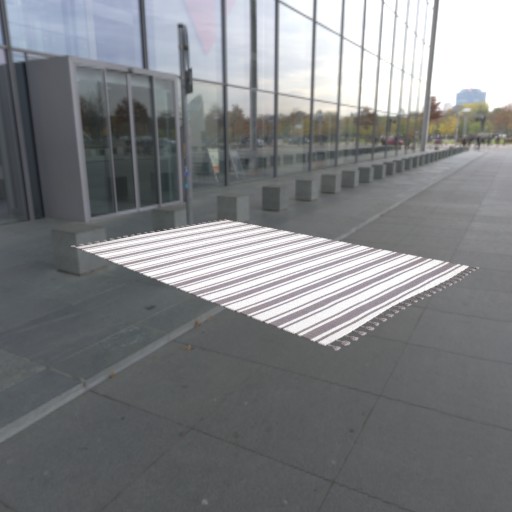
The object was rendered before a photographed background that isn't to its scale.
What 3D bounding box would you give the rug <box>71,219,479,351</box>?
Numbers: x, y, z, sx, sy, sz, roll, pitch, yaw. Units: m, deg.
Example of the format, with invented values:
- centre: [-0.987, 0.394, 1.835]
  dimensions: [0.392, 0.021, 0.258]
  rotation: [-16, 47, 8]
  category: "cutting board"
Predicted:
- centre: [0.000, 0.000, 3.060]
  dimensions: [2.425, 0.014, 1.563]
  rotation: [14, 21, 43]
  category: "rug"
